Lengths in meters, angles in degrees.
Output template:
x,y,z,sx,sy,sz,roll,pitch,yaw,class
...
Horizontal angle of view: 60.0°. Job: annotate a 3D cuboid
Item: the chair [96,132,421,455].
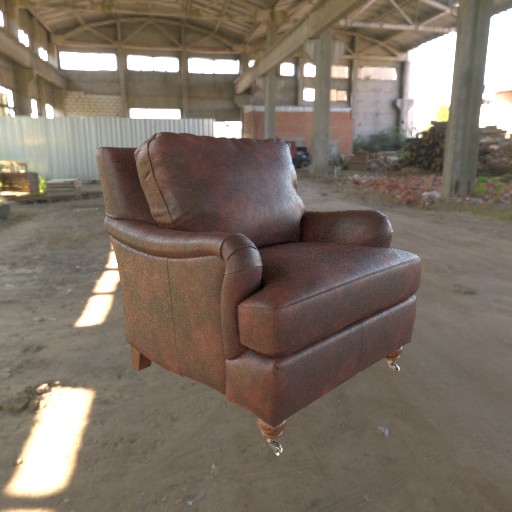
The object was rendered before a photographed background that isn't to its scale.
x,y,z,sx,sy,sz,roll,pitch,yaw,class
0.000,0.000,1.970,0.987,1.051,1.156,-13,18,-43,chair
